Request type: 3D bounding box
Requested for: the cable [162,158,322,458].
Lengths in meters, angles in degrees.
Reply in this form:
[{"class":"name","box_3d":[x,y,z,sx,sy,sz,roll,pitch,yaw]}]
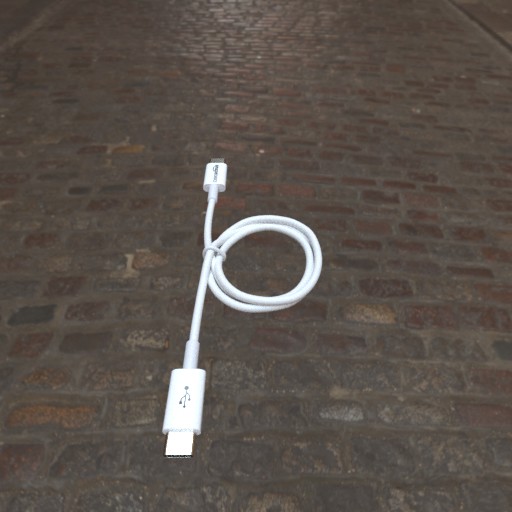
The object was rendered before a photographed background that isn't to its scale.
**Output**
[{"class":"cable","box_3d":[0.000,0.000,0.231,0.070,0.014,0.203,0,43,0]}]
